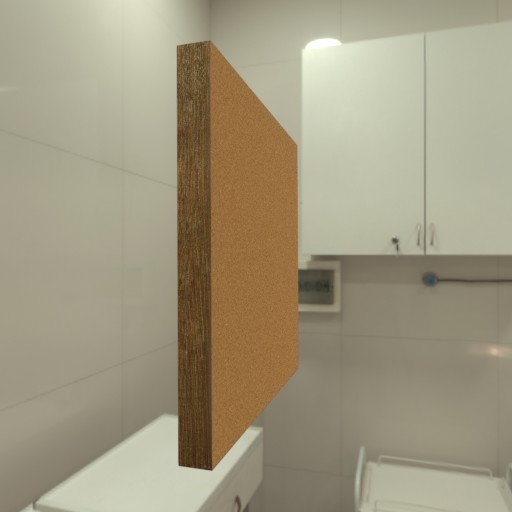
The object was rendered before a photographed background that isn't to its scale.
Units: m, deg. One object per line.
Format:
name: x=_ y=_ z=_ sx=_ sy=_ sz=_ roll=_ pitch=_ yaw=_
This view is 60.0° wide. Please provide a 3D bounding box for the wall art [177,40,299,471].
wall art: x=0.000 y=0.000 z=0.613 sx=0.039 sy=0.403 sz=0.406 roll=0 pitch=0 yaw=17
